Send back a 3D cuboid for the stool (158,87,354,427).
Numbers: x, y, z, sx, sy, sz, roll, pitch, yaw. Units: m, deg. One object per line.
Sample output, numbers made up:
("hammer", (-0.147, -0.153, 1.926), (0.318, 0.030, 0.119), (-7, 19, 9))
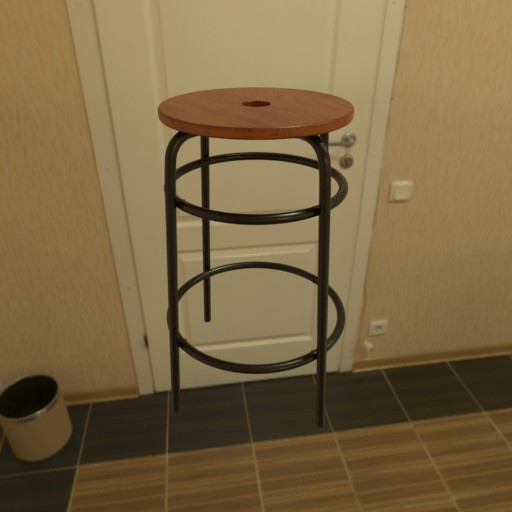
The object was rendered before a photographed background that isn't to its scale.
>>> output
("stool", (0.000, 0.000, 0.920), (0.455, 0.610, 0.455), (-21, 36, -32))
